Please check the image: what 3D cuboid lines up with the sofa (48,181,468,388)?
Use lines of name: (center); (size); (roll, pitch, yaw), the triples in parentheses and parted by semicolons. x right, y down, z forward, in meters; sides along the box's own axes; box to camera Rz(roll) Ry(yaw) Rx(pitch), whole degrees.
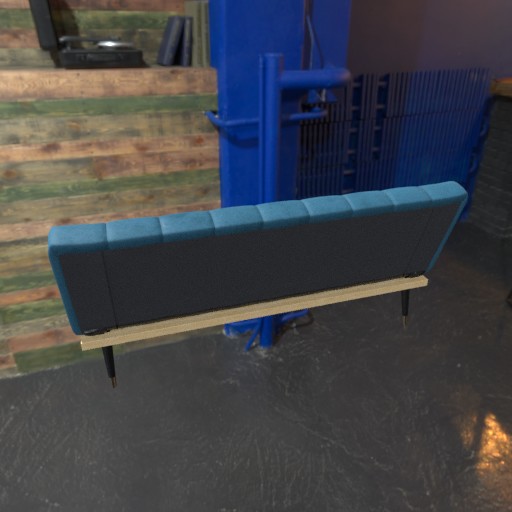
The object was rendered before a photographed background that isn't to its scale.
sofa: (0.000, 0.000, 2.310); (1.810, 0.825, 0.830); (-8, 28, -16)
